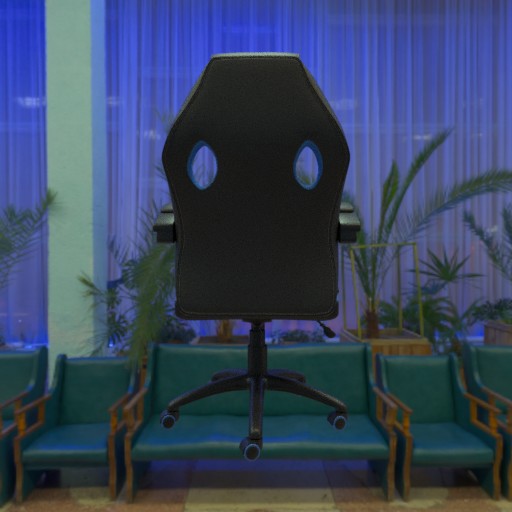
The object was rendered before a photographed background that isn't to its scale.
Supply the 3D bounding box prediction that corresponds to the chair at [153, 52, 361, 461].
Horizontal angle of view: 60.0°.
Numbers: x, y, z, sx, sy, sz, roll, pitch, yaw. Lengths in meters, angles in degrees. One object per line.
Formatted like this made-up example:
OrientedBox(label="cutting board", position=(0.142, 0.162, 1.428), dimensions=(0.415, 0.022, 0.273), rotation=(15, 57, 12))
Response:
OrientedBox(label="chair", position=(0.000, 0.000, 1.613), dimensions=(0.673, 1.187, 0.724), rotation=(0, 1, 1))
